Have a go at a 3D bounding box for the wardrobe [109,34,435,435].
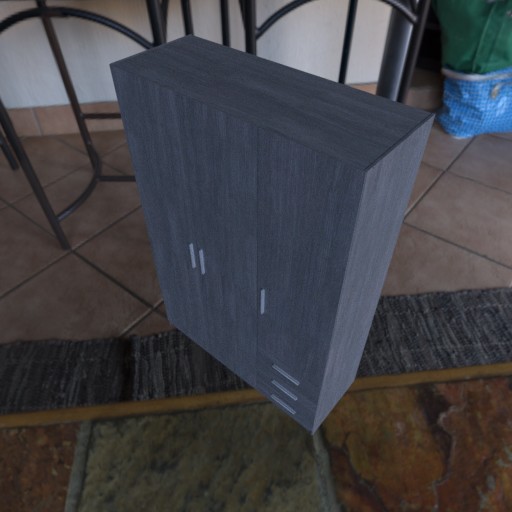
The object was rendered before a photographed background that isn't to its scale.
[{"bbox_3d":[0.000,0.000,2.453,1.290,1.910,0.510,31,53,27],"label":"wardrobe"}]
